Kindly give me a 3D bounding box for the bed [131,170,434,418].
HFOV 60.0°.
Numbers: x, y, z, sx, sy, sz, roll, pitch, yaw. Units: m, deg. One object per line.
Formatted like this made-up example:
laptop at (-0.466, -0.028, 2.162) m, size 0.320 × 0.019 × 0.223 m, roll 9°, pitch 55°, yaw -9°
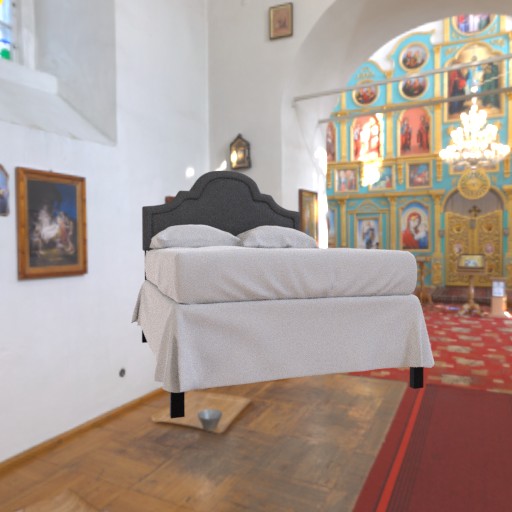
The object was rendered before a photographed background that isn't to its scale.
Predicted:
bed at (0.000, 0.000, 3.466) m, size 1.780 × 1.634 × 2.222 m, roll 0°, pitch 1°, yaw -19°
